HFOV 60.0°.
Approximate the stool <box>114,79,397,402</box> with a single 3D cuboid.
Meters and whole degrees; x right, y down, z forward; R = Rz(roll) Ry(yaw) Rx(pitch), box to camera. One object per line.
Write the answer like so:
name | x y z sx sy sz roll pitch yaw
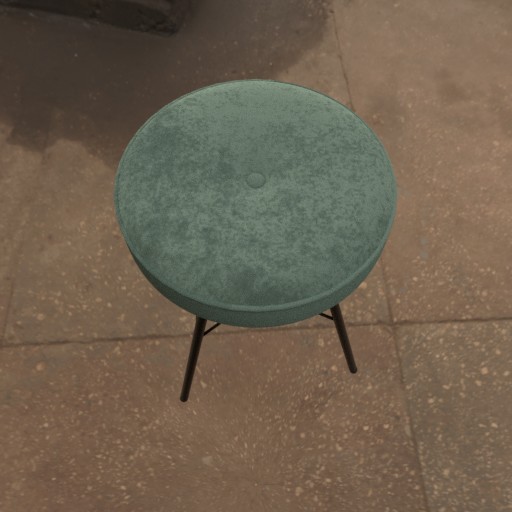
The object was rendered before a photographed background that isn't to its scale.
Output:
stool | 0.000 0.000 0.854 0.458 0.519 0.457 -1 63 0
